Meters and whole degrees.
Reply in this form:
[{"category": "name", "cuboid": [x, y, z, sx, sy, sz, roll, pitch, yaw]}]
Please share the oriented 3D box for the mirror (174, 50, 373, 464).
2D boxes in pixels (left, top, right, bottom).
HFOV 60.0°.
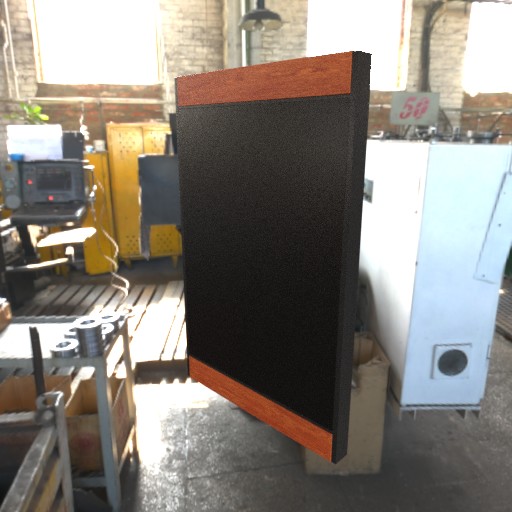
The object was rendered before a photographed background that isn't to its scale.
[{"category": "mirror", "cuboid": [0.000, 0.000, 1.040, 0.525, 0.823, 0.047, 14, 21, 43]}]
